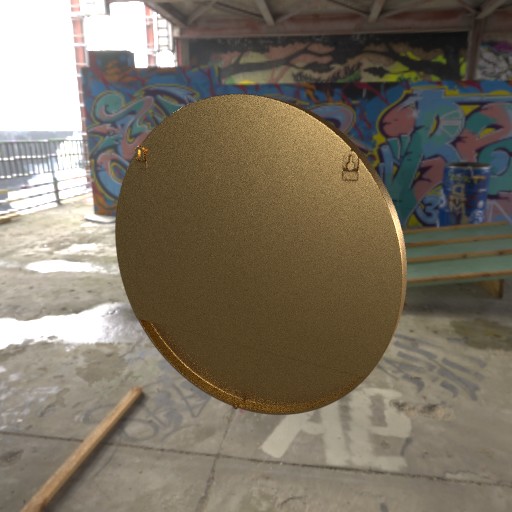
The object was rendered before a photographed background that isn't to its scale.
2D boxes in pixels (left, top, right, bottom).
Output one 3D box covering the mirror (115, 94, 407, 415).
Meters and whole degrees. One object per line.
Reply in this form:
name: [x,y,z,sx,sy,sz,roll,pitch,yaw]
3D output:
mirror: [0.000,0.000,0.675,0.457,0.457,0.133,9,18,28]
